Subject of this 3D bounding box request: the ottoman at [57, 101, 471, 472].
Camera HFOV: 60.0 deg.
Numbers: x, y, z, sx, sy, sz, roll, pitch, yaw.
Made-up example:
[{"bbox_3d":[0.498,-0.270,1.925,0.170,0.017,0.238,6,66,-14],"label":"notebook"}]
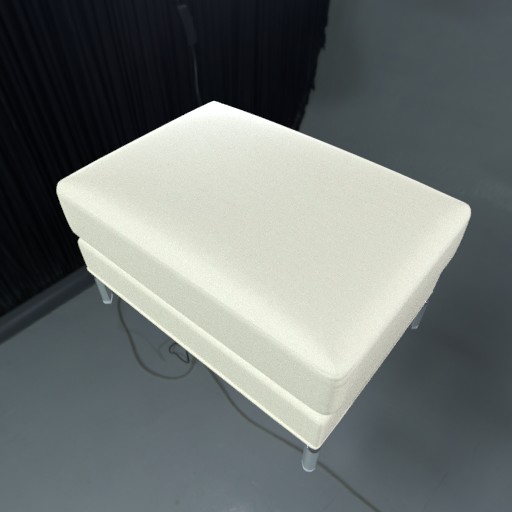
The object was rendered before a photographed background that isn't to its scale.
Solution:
[{"bbox_3d":[0.000,0.000,1.186,0.835,0.497,0.581,31,53,27],"label":"ottoman"}]
